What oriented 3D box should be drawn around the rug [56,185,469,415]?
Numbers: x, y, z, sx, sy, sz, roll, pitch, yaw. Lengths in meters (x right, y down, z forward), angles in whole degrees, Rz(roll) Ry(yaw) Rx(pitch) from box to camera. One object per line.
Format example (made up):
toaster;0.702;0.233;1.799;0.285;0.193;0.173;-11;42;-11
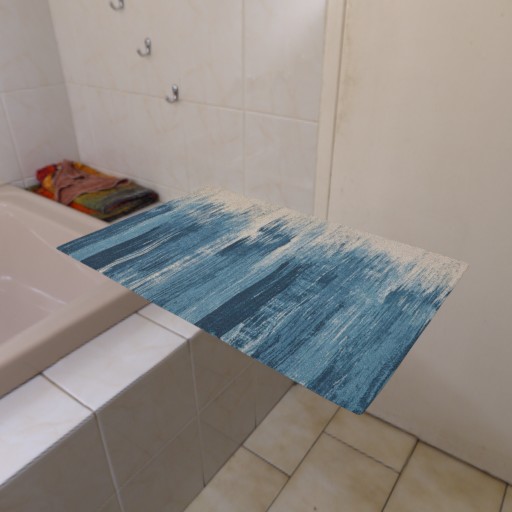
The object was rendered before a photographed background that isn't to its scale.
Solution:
rug;0.000;0.000;2.341;1.836;0.009;1.232;21;36;32
